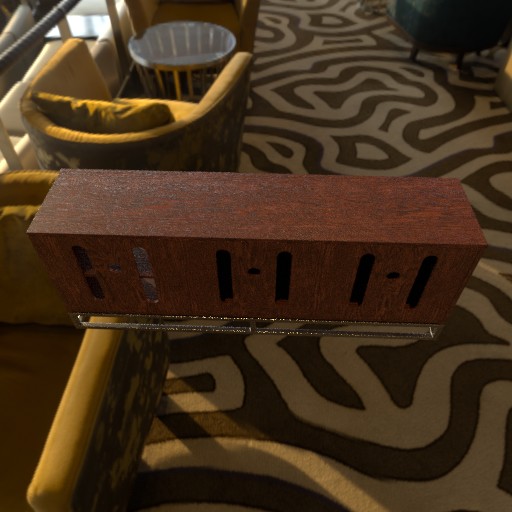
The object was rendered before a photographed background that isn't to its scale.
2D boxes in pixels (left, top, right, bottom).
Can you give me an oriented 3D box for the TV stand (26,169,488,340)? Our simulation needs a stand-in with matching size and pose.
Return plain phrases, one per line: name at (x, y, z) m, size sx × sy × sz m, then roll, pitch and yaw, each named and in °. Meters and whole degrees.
TV stand at (0.000, 0.000, 1.814) m, size 1.541 × 0.578 × 0.382 m, roll 2°, pitch 47°, yaw 2°
